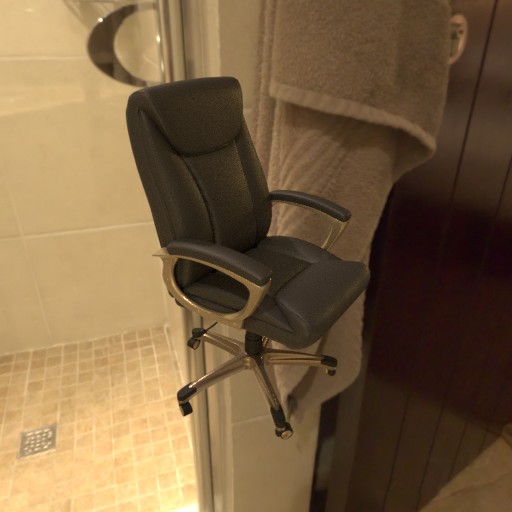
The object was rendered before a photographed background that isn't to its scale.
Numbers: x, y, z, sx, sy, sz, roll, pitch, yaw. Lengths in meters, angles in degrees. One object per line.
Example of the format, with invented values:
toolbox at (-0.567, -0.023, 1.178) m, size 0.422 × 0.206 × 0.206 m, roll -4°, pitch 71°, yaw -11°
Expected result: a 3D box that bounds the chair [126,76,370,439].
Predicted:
chair at (0.000, 0.000, 1.642) m, size 0.748 × 1.188 × 0.694 m, roll 18°, pitch 33°, yaw 30°
